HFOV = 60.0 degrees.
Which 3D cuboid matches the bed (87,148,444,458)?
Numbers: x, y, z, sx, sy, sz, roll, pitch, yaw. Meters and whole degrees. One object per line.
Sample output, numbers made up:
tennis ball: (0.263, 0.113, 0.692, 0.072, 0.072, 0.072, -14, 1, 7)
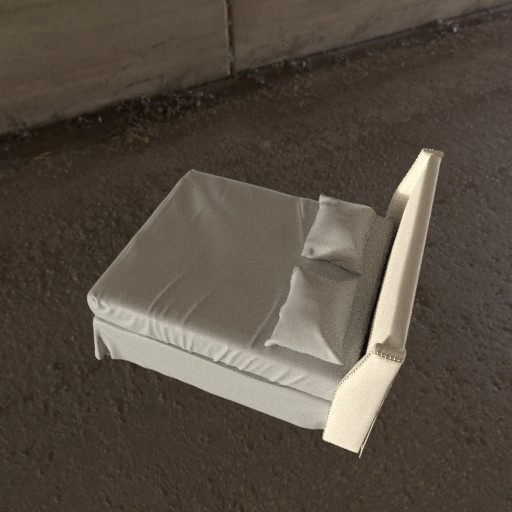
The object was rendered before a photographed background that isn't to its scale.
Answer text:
bed: (0.000, 0.000, 3.448, 2.276, 1.332, 1.925, 16, 49, 14)
